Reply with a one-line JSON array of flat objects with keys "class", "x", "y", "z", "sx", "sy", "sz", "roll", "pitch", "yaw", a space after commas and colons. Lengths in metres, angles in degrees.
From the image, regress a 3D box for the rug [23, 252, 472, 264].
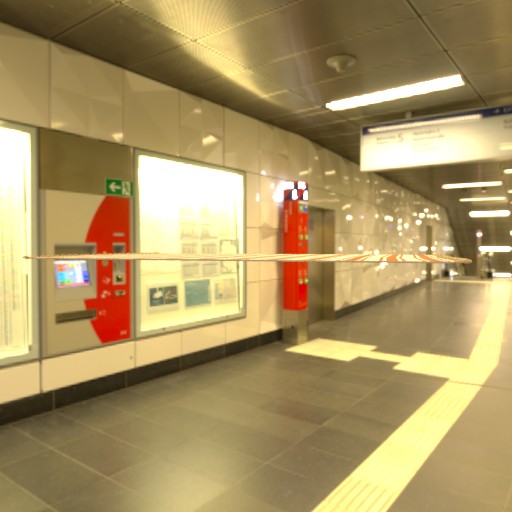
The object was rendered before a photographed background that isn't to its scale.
[{"class": "rug", "x": 0.000, "y": 0.000, "z": 2.983, "sx": 2.433, "sy": 0.022, "sz": 1.556, "roll": 0, "pitch": 1, "yaw": 17}]
